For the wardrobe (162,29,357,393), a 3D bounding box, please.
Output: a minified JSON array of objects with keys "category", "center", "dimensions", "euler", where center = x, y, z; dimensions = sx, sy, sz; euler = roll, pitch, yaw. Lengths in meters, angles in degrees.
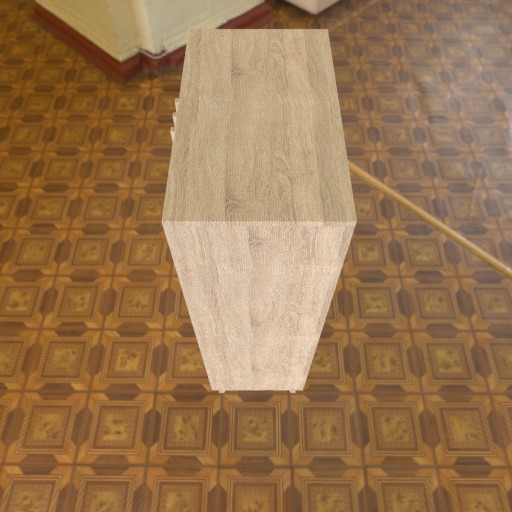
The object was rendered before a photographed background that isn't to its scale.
[{"category":"wardrobe","center":[0.000,0.000,2.409],"dimensions":[0.600,1.960,1.000],"euler":[0,58,0]}]
